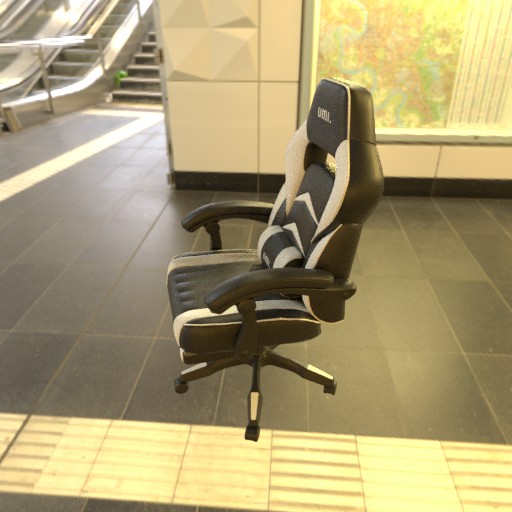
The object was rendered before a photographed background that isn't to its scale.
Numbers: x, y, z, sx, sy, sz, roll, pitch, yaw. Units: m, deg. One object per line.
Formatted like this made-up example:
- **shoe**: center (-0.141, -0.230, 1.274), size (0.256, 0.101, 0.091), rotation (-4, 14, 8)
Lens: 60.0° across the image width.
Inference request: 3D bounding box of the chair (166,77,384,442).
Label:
- **chair**: center (0.000, 0.000, 1.640), size (0.700, 1.200, 0.676), rotation (-8, 30, -13)
